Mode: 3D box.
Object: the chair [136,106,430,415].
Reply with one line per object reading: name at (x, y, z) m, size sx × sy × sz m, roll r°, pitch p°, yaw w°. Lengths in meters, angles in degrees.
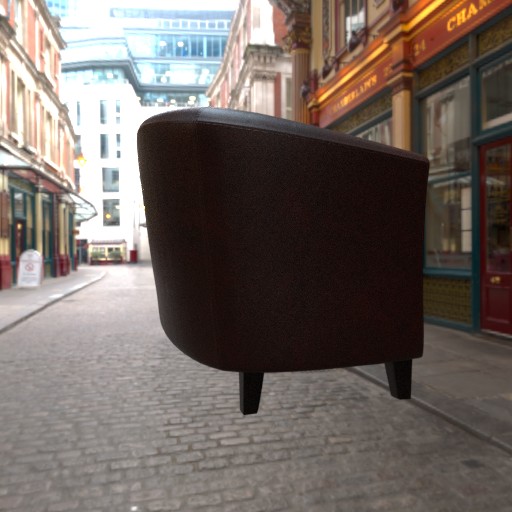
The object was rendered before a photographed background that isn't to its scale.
chair at (0.000, 0.000, 1.394) m, size 0.727 × 0.756 × 0.792 m, roll 0°, pitch 0°, yaw -16°
